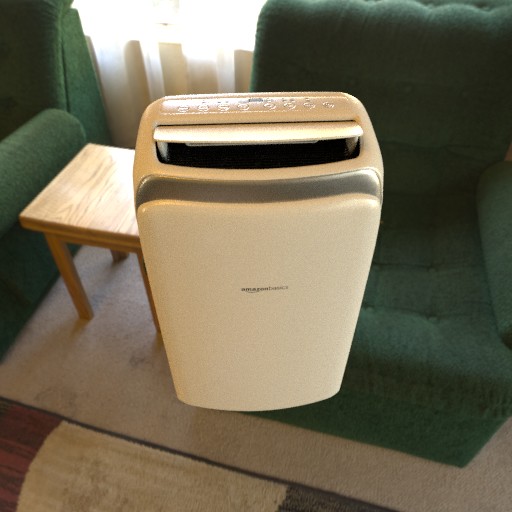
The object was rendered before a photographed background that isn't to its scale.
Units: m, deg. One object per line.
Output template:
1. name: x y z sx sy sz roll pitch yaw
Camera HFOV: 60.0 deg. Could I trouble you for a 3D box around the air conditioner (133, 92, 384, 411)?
1. air conditioner: 0.000 0.000 1.062 0.449 0.786 0.414 -2 45 -2
